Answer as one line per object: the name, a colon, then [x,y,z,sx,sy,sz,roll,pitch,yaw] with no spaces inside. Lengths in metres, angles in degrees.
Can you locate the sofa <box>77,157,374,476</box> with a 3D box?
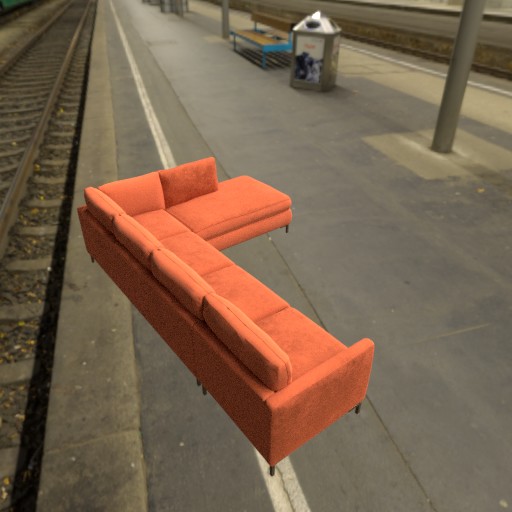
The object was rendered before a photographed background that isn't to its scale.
sofa: [0.000,0.000,3.522,1.879,0.757,2.736,-22,39,-31]
